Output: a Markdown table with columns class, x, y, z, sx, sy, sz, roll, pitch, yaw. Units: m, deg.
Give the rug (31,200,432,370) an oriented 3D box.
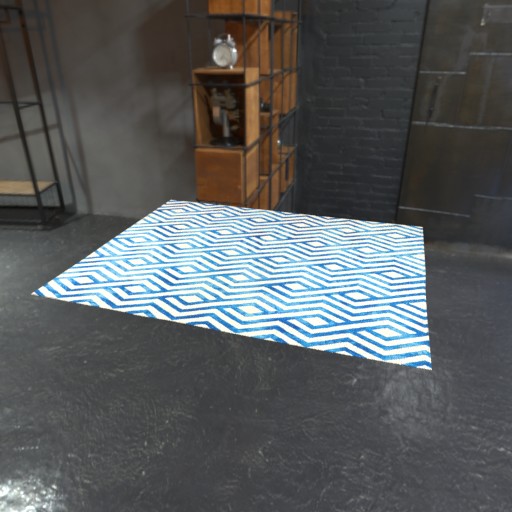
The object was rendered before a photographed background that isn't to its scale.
| class | x | y | z | sx | sy | sz | roll | pitch | yaw |
| --- | --- | --- | --- | --- | --- | --- | --- | --- | --- |
| rug | 0.000 | 0.000 | 4.219 | 3.059 | 0.008 | 2.453 | 8 | 27 | 16 |
